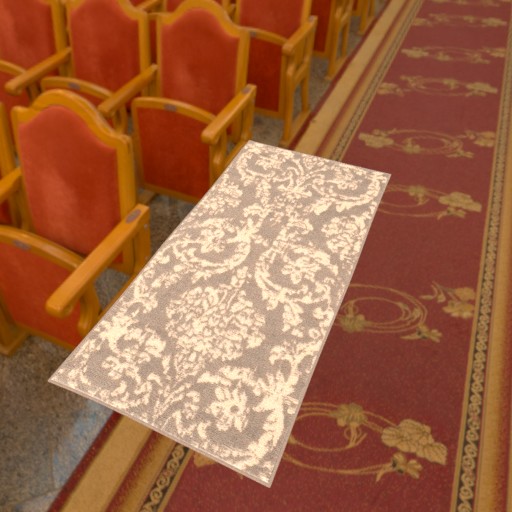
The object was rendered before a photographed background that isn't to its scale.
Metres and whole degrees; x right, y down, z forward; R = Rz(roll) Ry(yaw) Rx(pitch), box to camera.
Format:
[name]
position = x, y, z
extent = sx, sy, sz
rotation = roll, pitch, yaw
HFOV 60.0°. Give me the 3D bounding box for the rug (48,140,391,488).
[rug]
position = 0.000, 0.000, 1.406
extent = 0.604, 0.007, 1.219
rotation = 18, 49, 16
